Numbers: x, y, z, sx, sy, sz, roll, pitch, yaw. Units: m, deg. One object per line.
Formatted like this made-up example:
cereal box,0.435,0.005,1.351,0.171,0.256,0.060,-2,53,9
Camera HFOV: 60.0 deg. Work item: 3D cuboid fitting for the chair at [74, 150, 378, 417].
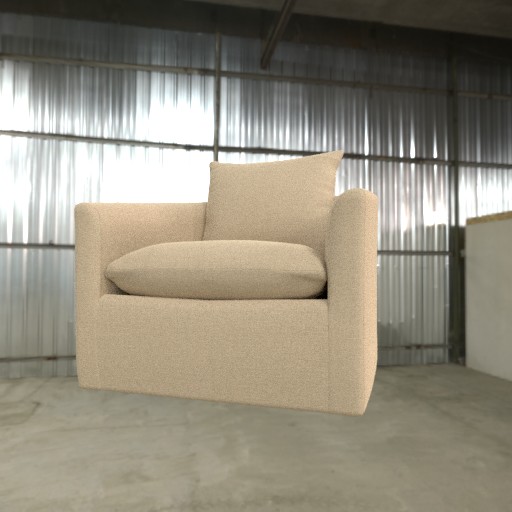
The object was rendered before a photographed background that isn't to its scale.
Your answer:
chair,0.000,0.000,1.586,0.845,0.848,0.910,0,-2,18
